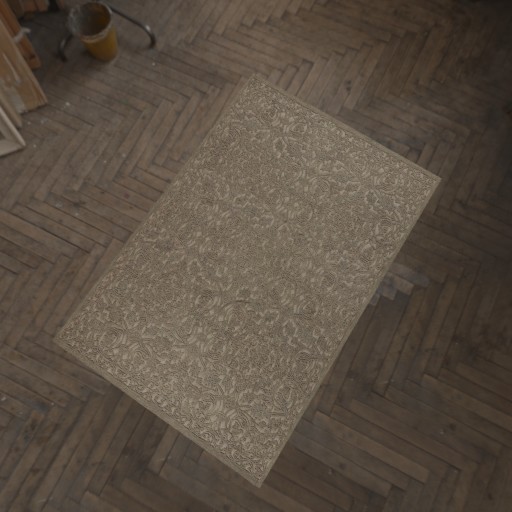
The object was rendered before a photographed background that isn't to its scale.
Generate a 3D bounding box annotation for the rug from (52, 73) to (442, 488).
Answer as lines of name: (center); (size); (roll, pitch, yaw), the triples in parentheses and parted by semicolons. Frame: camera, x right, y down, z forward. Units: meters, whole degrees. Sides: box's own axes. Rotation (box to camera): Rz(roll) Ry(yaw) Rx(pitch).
rug: (0.000, 0.000, 2.303); (1.221, 0.006, 1.827); (32, 78, 8)
